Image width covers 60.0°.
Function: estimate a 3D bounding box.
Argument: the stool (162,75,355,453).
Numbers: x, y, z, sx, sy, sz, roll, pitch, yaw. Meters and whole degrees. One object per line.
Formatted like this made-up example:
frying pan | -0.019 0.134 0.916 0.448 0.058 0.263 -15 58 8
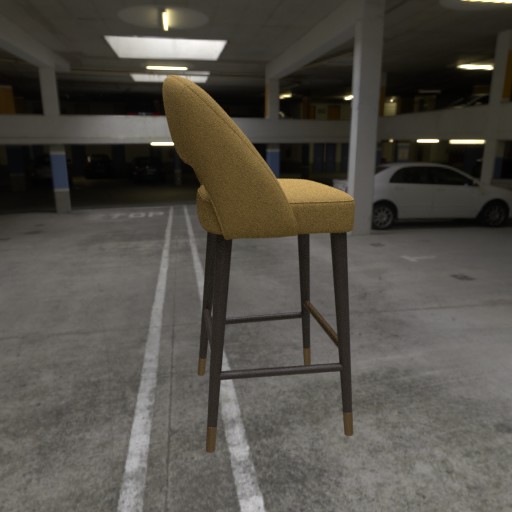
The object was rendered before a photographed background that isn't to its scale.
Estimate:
stool | 0.000 0.000 1.385 0.522 1.032 0.536 -3 15 -10
